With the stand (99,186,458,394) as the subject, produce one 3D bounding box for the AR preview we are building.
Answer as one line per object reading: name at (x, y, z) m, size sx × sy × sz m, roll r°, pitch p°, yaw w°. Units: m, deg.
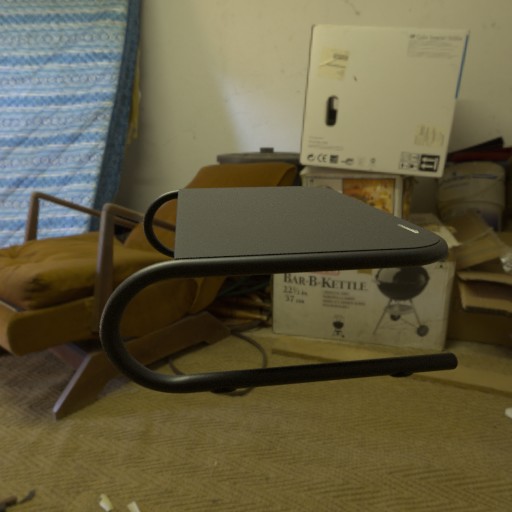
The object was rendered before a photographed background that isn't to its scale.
stand at (0.000, 0.000, 0.503) m, size 0.280 × 0.108 × 0.370 m, roll -3°, pitch 17°, yaw -9°
